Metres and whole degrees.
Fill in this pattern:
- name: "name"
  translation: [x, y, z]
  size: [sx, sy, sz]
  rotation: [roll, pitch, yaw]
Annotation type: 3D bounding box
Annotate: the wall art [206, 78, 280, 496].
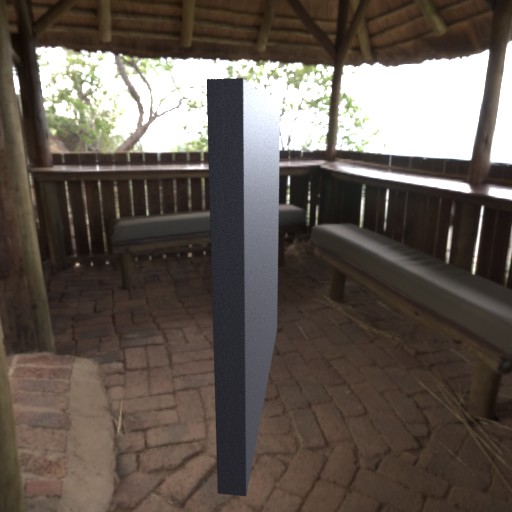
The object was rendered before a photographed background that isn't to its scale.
- name: "wall art"
  translation: [0.000, 0.000, 0.752]
  size: [0.038, 0.507, 0.507]
  rotation: [2, 16, 7]
